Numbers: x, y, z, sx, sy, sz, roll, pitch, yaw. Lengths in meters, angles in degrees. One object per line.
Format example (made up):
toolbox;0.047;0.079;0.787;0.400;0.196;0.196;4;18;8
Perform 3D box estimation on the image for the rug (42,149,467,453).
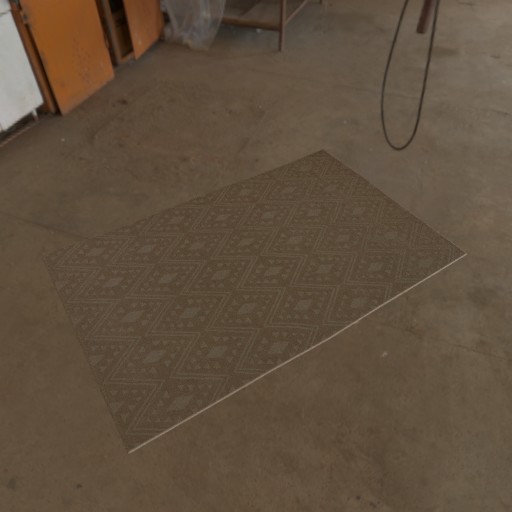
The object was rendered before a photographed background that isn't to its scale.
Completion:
rug;0.000;0.000;2.995;2.430;0.053;1.553;-25;51;-22
